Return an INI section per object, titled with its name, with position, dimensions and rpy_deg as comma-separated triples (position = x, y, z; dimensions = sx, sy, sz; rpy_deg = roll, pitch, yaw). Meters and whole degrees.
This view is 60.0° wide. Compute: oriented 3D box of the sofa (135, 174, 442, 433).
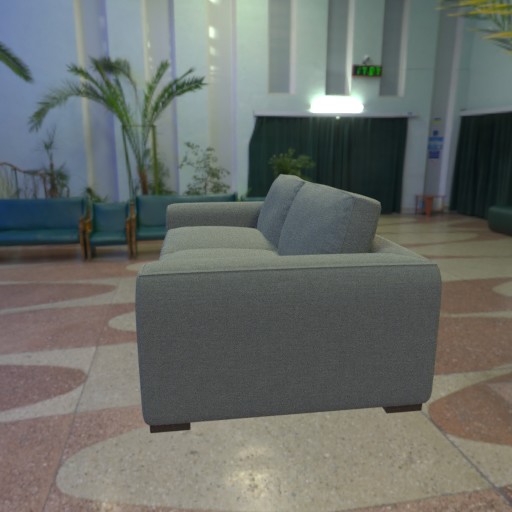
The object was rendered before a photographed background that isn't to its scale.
[sofa]
position = 0.000, 0.000, 2.392
dimensions = 1.069, 0.800, 1.920
rpy_deg = -2, 13, -8
